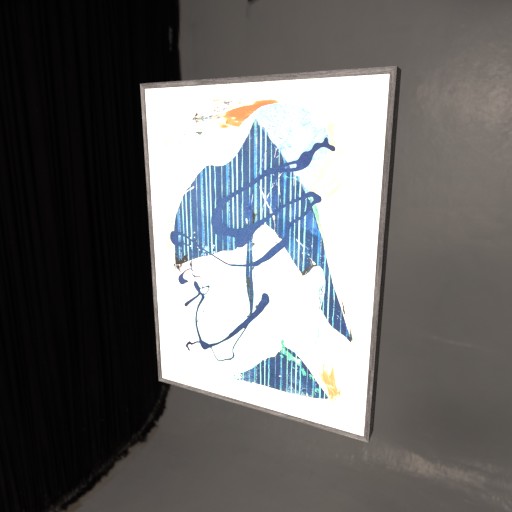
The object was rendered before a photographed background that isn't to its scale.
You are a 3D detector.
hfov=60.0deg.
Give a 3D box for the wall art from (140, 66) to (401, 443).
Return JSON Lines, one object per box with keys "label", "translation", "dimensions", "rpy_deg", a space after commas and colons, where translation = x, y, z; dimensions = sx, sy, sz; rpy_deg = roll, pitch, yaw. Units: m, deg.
{"label": "wall art", "translation": [0.000, 0.000, 1.348], "dimensions": [0.762, 1.016, 0.063], "rpy_deg": [7, 16, 26]}
